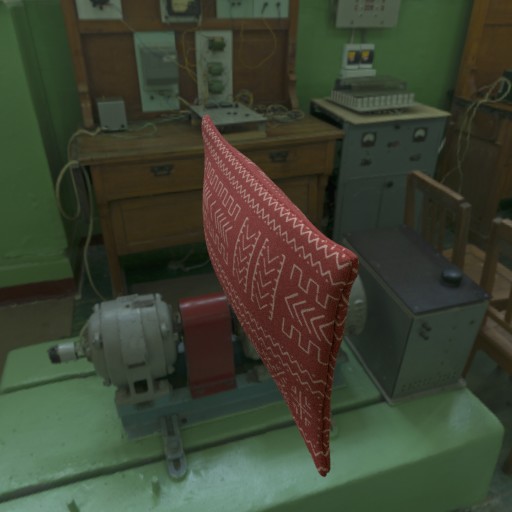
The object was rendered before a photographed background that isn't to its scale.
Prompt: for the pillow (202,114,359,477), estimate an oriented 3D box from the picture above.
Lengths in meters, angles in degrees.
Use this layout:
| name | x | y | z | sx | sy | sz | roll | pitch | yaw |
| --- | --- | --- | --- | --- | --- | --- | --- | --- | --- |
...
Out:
| name | x | y | z | sx | sy | sz | roll | pitch | yaw |
| --- | --- | --- | --- | --- | --- | --- | --- | --- | --- |
| pillow | 0.000 | 0.000 | 0.783 | 0.130 | 0.352 | 0.640 | -10 | 32 | -16 |
